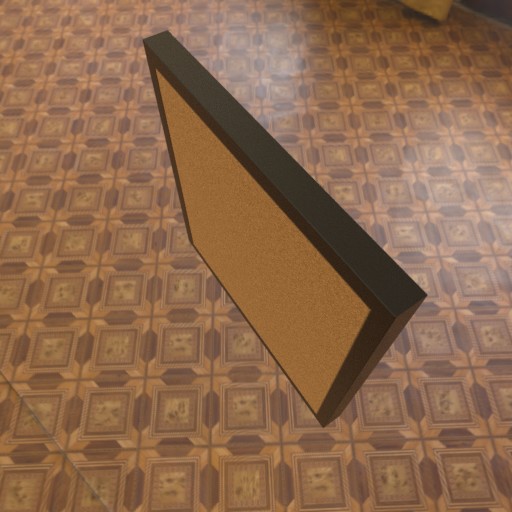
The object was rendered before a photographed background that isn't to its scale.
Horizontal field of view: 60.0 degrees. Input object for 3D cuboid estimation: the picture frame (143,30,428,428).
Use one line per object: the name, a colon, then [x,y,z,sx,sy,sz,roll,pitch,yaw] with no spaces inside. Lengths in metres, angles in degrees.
picture frame: [0.000,0.000,0.509,0.029,0.353,0.355,-30,63,-17]
